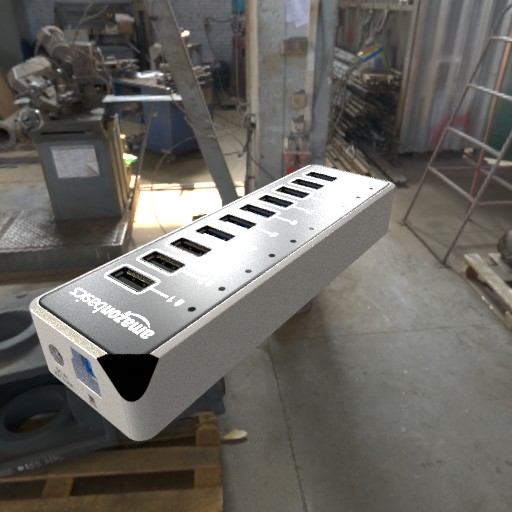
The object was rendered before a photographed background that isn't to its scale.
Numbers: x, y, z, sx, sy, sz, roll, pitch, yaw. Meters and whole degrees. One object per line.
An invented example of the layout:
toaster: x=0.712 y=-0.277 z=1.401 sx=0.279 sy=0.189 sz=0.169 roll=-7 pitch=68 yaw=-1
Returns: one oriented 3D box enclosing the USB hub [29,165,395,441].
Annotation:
USB hub: x=0.000 y=0.000 z=0.160 sx=0.044 sy=0.023 sz=0.145 roll=22 pitch=37 yaw=32
